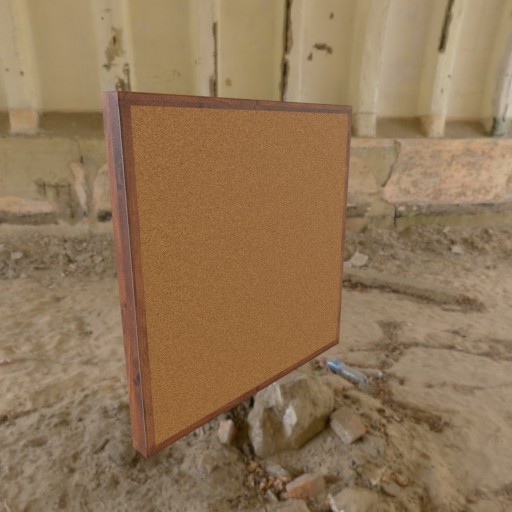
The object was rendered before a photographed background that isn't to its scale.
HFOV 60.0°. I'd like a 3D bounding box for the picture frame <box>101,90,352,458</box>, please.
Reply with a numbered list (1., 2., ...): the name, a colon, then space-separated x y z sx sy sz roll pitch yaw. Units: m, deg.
1. picture frame: 0.000 0.000 0.537 0.028 0.356 0.352 15 22 41
